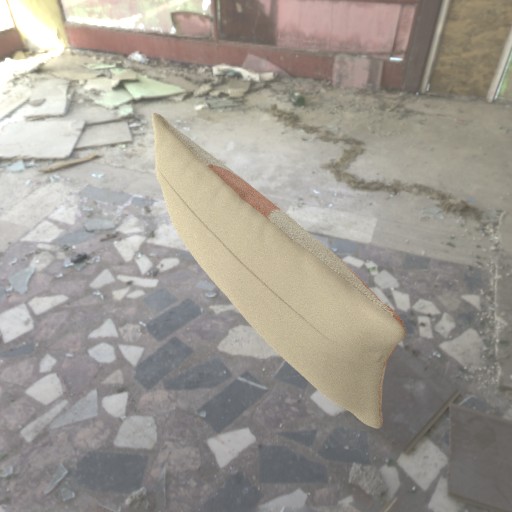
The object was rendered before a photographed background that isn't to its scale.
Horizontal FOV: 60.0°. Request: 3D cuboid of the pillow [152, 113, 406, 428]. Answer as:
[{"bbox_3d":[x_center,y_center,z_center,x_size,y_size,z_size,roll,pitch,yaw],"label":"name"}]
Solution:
[{"bbox_3d":[0.000,0.000,0.736,0.155,0.292,0.609,-24,47,-25],"label":"pillow"}]
